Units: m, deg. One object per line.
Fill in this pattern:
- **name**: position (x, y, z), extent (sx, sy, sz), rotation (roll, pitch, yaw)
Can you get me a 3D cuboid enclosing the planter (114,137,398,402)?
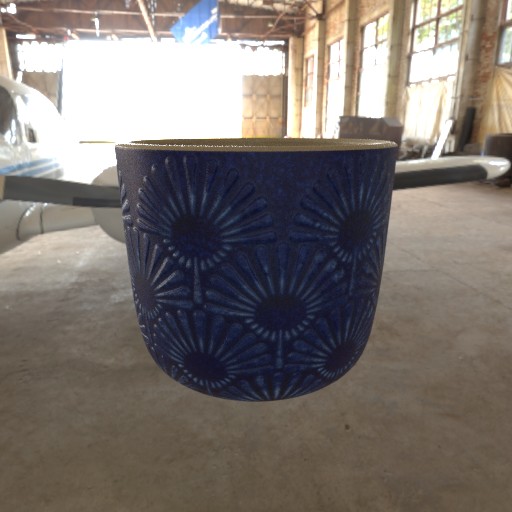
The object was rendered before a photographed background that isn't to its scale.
- **planter**: position (0.000, 0.000, 0.217), extent (0.124, 0.109, 0.124), rotation (0, 16, 0)
